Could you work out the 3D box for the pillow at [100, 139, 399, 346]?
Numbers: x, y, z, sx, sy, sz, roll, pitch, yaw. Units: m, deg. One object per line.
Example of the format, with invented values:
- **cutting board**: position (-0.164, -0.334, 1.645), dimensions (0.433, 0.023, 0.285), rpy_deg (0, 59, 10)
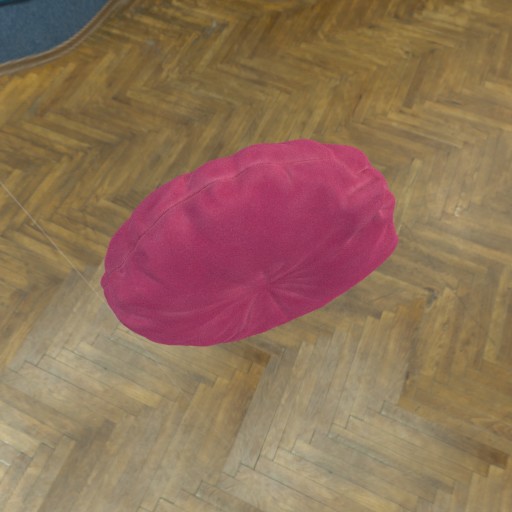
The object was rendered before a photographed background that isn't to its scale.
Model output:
- **pillow**: position (0.000, 0.000, 0.638), dimensions (0.428, 0.407, 0.148), rpy_deg (-17, 65, -8)
